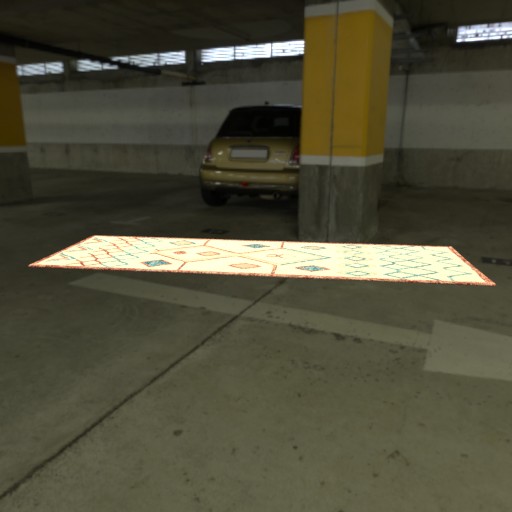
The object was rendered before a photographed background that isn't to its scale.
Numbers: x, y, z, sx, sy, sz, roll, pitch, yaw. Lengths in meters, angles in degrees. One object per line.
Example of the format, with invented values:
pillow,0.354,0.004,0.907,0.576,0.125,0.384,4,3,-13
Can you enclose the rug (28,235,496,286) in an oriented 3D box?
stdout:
rug,0.000,0.000,2.643,2.435,0.011,0.750,2,16,7
